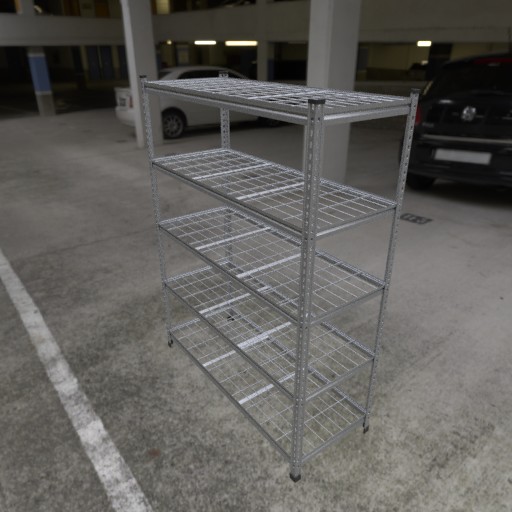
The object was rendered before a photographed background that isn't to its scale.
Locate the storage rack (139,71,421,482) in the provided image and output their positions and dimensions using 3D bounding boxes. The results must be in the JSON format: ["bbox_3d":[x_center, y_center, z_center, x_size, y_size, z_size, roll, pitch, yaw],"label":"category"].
[{"bbox_3d":[0.000,0.000,2.690,0.610,1.981,1.524,-18,31,-33],"label":"storage rack"}]
